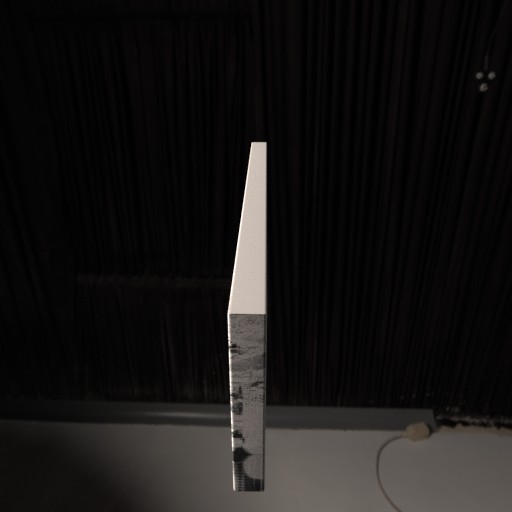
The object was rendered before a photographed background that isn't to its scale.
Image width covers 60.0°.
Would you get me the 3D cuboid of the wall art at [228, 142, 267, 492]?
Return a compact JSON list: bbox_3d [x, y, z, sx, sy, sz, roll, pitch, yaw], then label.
[{"bbox_3d":[0.000,0.000,0.819,0.038,0.255,0.763,1,26,1],"label":"wall art"}]
